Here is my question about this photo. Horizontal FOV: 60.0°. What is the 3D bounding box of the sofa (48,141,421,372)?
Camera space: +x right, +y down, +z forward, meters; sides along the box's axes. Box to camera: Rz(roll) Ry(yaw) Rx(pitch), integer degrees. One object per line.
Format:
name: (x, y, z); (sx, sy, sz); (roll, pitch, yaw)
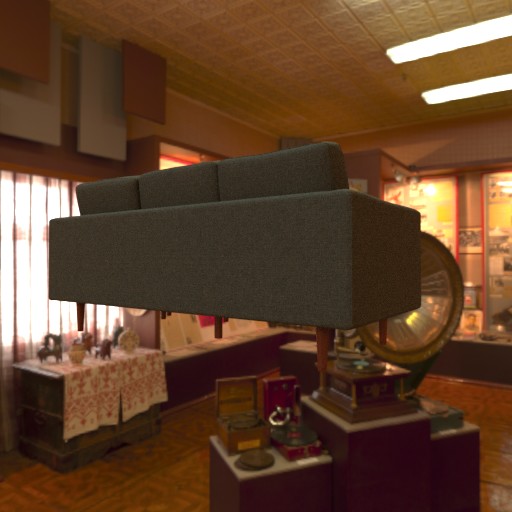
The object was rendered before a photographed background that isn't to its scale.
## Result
sofa: (0.000, 0.000, 2.870); (2.055, 0.957, 1.667); (0, 0, 36)
